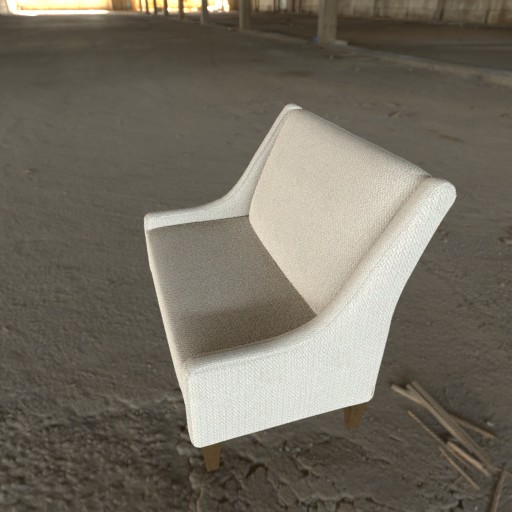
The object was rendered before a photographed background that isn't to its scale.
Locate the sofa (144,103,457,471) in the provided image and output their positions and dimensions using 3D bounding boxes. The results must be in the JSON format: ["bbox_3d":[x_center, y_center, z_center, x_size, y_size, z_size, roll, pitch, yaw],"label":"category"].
[{"bbox_3d":[0.000,0.000,1.924,0.870,1.022,1.242,-9,31,-16],"label":"sofa"}]
